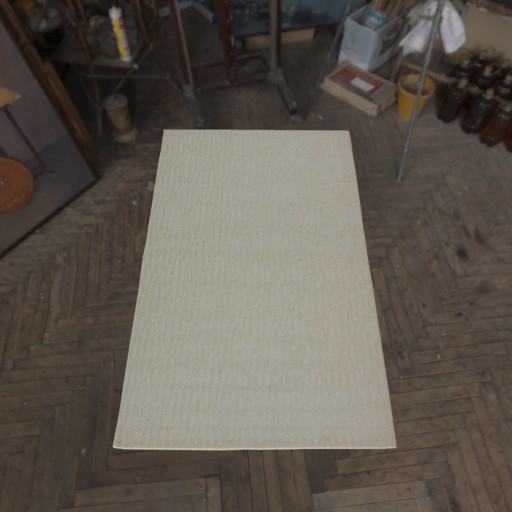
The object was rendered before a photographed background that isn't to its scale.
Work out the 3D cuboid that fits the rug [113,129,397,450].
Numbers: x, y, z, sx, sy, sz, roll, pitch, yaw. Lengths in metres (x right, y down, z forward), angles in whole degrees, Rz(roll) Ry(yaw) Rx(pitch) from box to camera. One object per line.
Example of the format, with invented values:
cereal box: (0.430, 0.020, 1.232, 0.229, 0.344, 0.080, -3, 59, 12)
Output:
rug: (0.000, 0.000, 3.011, 1.531, 0.014, 2.441, 0, 58, 0)
